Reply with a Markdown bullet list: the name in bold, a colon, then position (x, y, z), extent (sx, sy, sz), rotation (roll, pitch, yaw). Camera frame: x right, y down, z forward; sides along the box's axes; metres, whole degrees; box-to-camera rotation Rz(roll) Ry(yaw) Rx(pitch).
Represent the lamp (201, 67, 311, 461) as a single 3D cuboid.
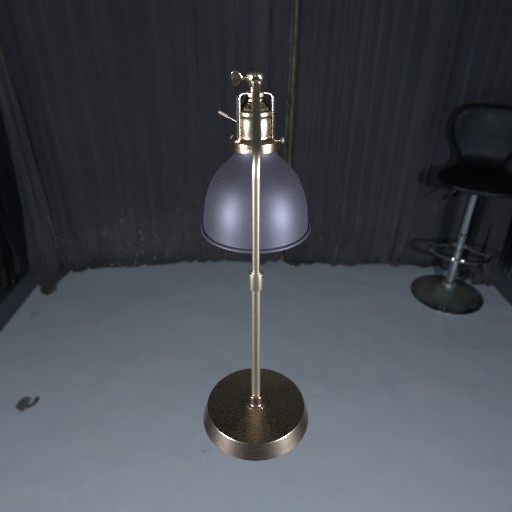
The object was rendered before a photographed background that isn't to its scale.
- **lamp**: position (0.000, 0.000, 0.597), extent (0.160, 0.456, 0.291), rotation (0, 30, 0)
